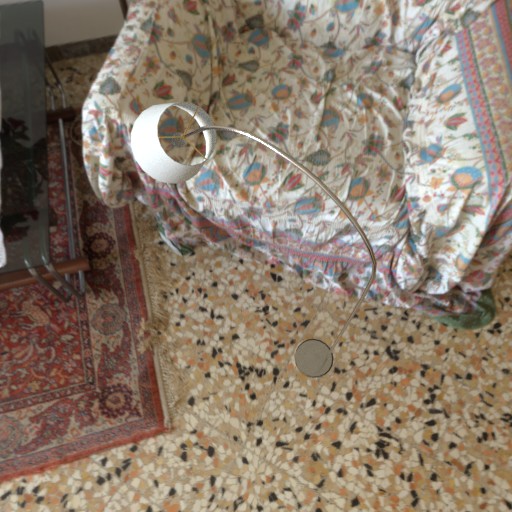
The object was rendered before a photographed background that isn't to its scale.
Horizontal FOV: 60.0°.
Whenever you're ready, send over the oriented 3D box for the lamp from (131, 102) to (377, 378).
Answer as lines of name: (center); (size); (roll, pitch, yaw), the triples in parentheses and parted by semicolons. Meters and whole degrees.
lamp: (0.000, 0.000, 2.634); (1.445, 2.098, 0.406); (36, 69, 16)
